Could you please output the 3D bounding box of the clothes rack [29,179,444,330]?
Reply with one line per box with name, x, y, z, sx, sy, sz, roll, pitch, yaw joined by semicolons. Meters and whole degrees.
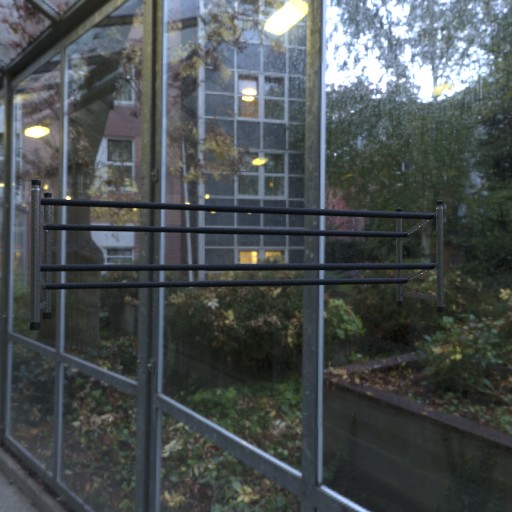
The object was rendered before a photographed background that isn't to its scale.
clothes rack;0.000;0.000;1.305;1.168;0.349;0.229;0;-1;-18
